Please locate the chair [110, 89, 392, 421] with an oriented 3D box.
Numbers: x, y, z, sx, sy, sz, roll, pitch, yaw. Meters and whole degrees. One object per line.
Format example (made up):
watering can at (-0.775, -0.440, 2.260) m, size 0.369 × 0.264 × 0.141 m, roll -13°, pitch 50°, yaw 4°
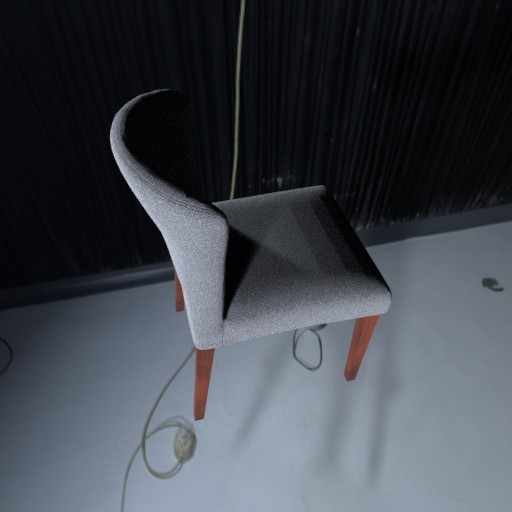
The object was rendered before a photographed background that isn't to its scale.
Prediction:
chair at (0.000, 0.000, 1.207) m, size 0.589 × 0.839 × 0.491 m, roll -11°, pitch 47°, yaw -10°
